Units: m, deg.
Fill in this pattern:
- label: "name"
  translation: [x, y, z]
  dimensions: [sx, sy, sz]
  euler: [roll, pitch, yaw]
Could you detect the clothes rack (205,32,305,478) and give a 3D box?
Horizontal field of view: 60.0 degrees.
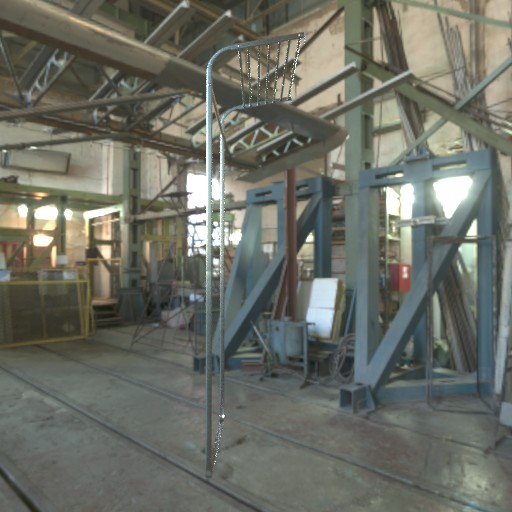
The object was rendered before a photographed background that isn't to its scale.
- label: "clothes rack"
  translation: [0.000, 0.000, 1.850]
  dimensions: [0.349, 1.574, 0.609]
  euler: [0, -1, 0]
